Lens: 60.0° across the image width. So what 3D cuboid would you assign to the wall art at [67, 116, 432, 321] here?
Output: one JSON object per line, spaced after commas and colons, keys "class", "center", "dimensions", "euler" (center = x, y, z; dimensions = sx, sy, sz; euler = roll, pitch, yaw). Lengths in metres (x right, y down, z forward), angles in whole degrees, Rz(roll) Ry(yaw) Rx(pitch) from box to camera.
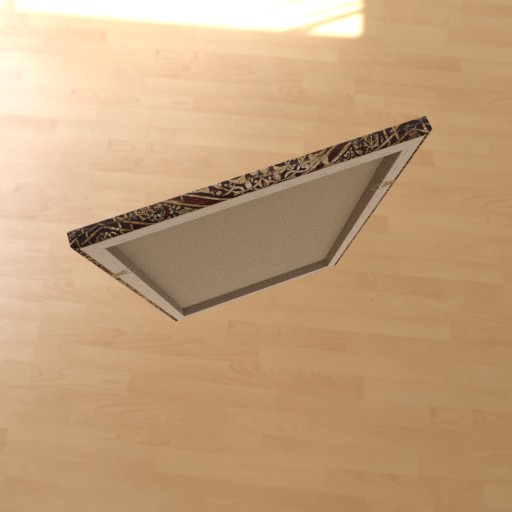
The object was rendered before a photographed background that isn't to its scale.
{"class": "wall art", "center": [0.000, 0.000, 0.749], "dimensions": [0.397, 0.599, 0.020], "euler": [-19, 76, -5]}
